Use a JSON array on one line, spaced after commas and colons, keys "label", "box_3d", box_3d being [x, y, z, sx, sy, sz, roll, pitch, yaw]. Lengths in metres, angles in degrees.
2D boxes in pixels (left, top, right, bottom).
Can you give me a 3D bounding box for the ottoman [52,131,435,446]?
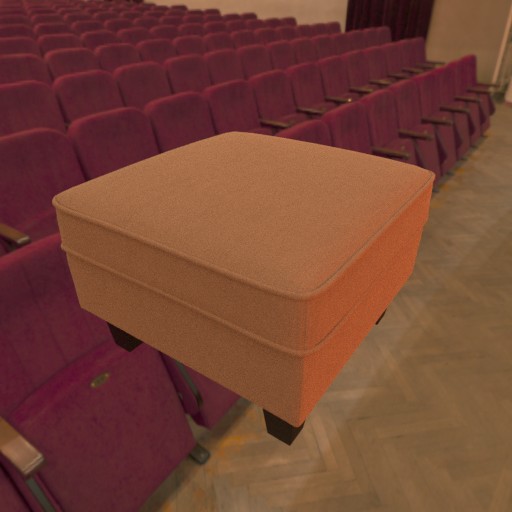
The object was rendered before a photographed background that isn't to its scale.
[{"label": "ottoman", "box_3d": [0.000, 0.000, 1.029, 0.613, 0.438, 0.616, 20, 36, 30]}]
